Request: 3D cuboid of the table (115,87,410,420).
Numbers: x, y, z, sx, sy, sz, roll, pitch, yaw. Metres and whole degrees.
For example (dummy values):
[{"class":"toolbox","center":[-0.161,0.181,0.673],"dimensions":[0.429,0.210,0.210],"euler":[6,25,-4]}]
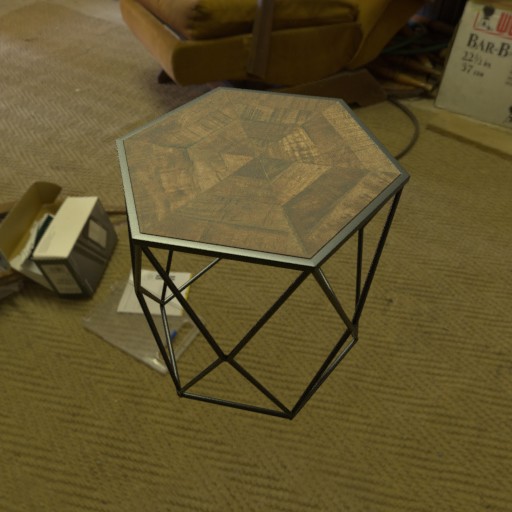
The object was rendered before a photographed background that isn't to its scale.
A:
[{"class":"table","center":[0.000,0.000,1.057],"dimensions":[0.578,0.564,0.579],"euler":[9,47,8]}]
